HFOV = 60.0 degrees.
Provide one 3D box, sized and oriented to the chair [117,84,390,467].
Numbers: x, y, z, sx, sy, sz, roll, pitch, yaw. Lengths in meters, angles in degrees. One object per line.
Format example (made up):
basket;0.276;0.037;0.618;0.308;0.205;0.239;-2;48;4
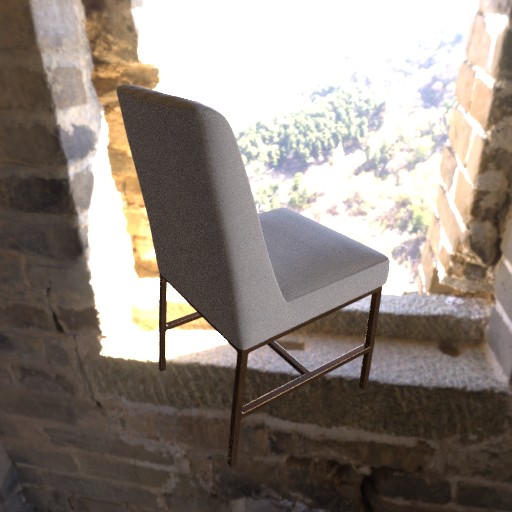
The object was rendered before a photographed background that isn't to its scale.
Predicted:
chair;0.000;0.000;1.275;0.597;0.933;0.503;-17;32;-30
